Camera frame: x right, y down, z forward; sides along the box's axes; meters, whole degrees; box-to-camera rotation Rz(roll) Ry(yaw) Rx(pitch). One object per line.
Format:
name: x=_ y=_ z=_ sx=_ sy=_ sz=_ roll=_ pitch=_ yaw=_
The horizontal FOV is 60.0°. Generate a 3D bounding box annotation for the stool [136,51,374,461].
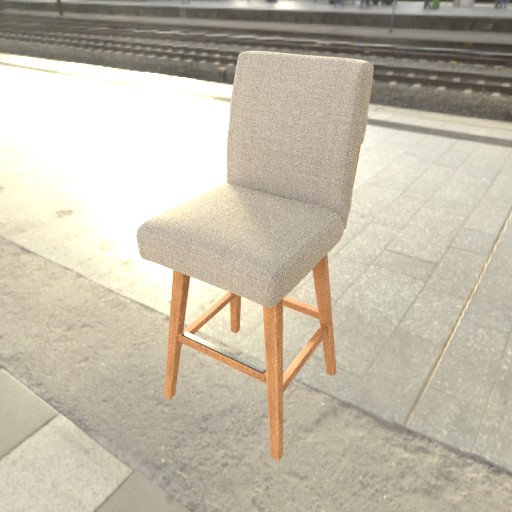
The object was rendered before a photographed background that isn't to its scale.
stool: x=0.000 y=0.000 z=1.390 sx=0.483 sy=1.106 sz=0.569 roll=18 pitch=36 yaw=27
